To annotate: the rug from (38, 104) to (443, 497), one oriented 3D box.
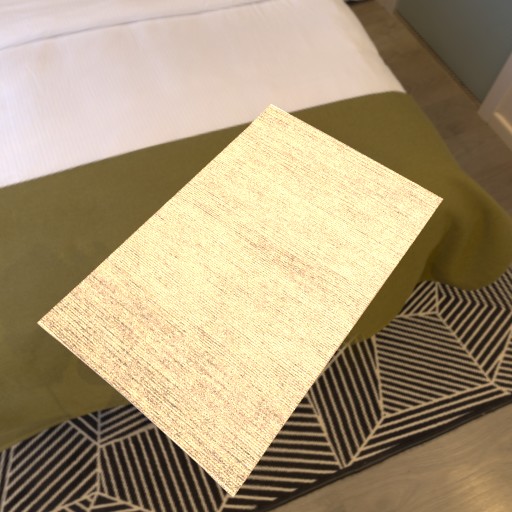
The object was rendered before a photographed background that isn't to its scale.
[{"bbox_3d":[0.000,0.000,2.182,1.149,0.021,1.773,34,67,17],"label":"rug"}]
